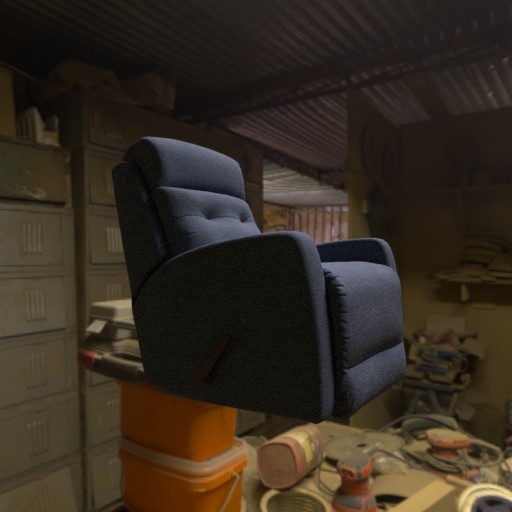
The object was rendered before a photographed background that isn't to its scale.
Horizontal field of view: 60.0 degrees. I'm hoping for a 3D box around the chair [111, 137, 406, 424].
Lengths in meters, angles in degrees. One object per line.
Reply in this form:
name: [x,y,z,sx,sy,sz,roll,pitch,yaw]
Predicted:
chair: [0.000,0.000,1.763,1.043,1.013,0.798,0,0,36]
